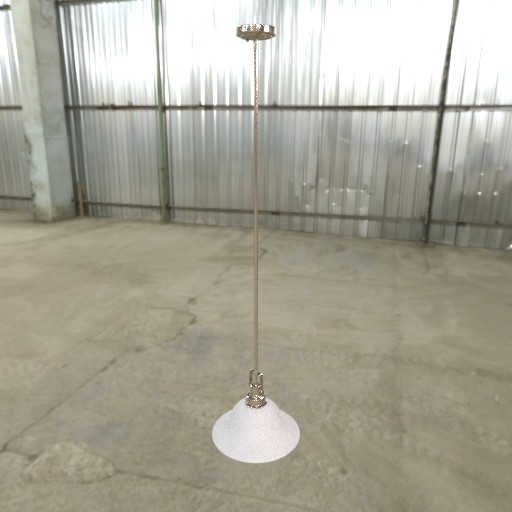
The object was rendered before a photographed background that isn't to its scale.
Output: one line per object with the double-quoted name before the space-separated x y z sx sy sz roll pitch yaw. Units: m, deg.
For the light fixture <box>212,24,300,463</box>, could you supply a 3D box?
"light fixture" 0.000 0.000 1.454 0.324 1.354 0.324 -15 22 -43
